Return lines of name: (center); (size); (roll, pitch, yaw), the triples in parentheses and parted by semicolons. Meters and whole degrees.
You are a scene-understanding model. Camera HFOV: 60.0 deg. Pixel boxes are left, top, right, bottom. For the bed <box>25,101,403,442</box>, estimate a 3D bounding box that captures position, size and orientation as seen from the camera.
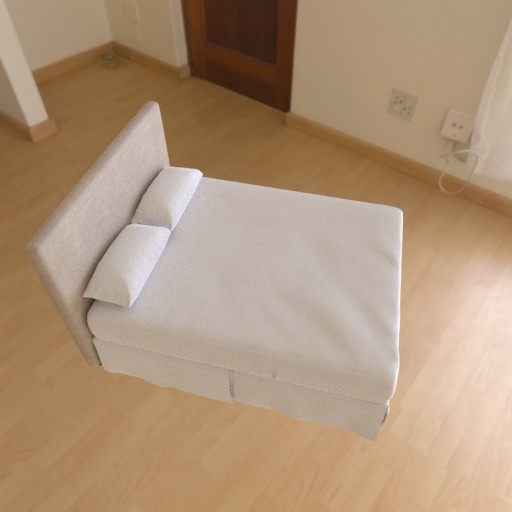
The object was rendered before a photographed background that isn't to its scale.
bed: (0.000, 0.000, 3.186); (2.162, 1.330, 1.713); (10, 48, 9)
